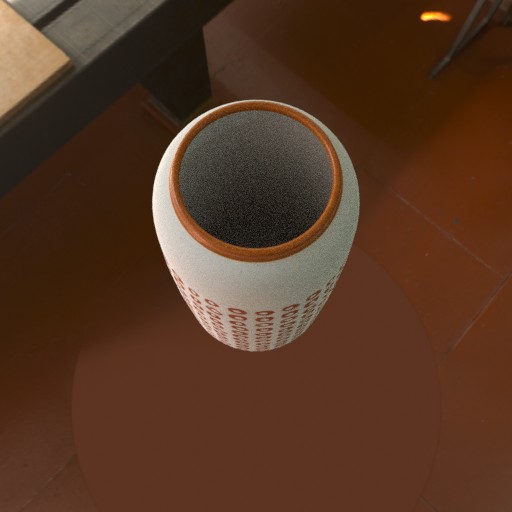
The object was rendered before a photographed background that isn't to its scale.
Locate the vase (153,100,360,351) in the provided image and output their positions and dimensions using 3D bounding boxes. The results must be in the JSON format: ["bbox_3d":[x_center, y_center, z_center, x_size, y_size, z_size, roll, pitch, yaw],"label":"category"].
[{"bbox_3d":[0.000,0.000,0.347,0.133,0.282,0.133,0,74,0],"label":"vase"}]
